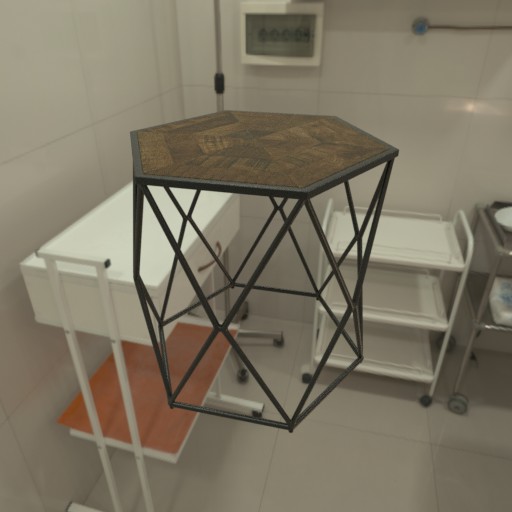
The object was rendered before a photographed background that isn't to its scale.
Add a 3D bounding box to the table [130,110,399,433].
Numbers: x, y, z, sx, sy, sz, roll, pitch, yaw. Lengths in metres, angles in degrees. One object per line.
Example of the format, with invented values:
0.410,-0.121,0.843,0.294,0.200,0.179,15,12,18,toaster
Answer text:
0.000,0.000,1.069,0.578,0.564,0.579,7,31,12,table
